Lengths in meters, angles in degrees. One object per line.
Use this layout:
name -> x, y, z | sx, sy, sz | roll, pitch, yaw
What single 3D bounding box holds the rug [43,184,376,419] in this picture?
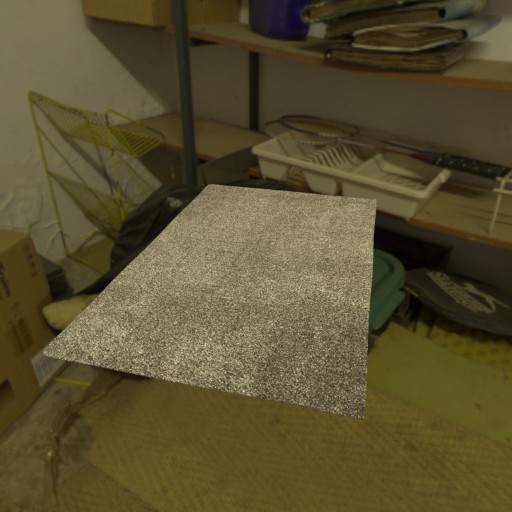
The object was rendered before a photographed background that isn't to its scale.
rug -> 0.000, 0.000, 2.928 | 1.501, 0.025, 2.352 | 7, 30, 13
